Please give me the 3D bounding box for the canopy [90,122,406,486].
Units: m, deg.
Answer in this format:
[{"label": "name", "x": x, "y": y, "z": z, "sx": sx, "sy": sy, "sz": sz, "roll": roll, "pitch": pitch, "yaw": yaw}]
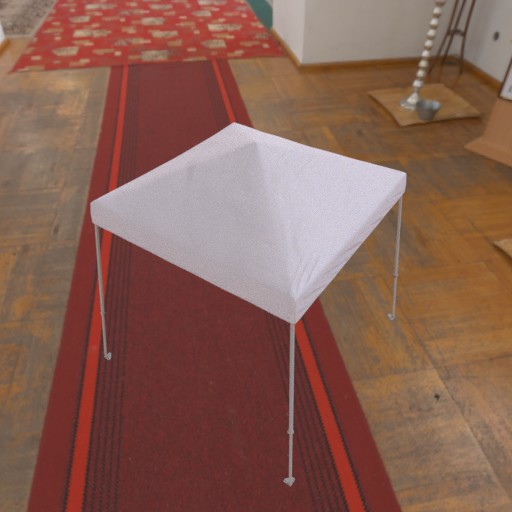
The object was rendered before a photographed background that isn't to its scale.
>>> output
[{"label": "canopy", "x": 0.000, "y": 0.000, "z": 5.154, "sx": 2.849, "sy": 2.850, "sz": 2.850, "roll": 24, "pitch": 46, "yaw": 26}]
